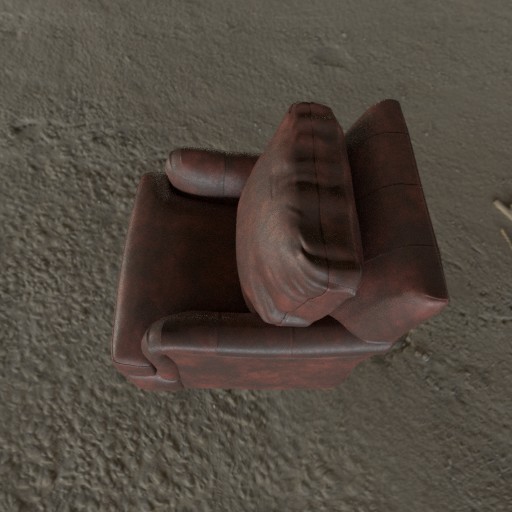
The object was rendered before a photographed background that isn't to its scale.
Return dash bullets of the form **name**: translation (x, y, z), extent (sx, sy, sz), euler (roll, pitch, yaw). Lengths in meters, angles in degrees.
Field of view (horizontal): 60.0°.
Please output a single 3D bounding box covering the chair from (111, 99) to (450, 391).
- **chair**: translation (0.000, 0.000, 1.912), extent (1.156, 1.051, 0.987), euler (0, 59, 0)
